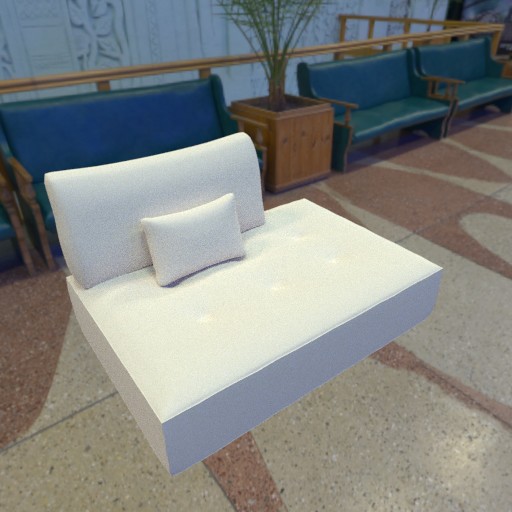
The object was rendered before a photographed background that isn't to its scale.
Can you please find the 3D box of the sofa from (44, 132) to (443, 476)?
[{"bbox_3d":[0.000,0.000,2.000,1.450,0.820,1.000,-21,38,-30],"label":"sofa"}]
